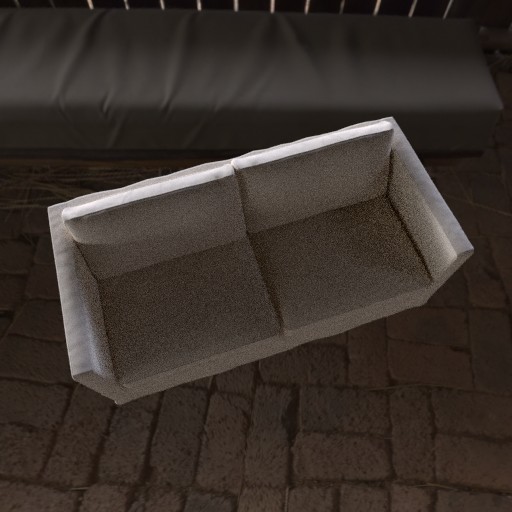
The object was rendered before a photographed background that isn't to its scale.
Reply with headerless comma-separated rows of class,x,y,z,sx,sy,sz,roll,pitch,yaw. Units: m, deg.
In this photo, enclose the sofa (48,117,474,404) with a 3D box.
sofa,0.000,0.000,2.475,1.987,0.870,0.940,-17,65,-8
